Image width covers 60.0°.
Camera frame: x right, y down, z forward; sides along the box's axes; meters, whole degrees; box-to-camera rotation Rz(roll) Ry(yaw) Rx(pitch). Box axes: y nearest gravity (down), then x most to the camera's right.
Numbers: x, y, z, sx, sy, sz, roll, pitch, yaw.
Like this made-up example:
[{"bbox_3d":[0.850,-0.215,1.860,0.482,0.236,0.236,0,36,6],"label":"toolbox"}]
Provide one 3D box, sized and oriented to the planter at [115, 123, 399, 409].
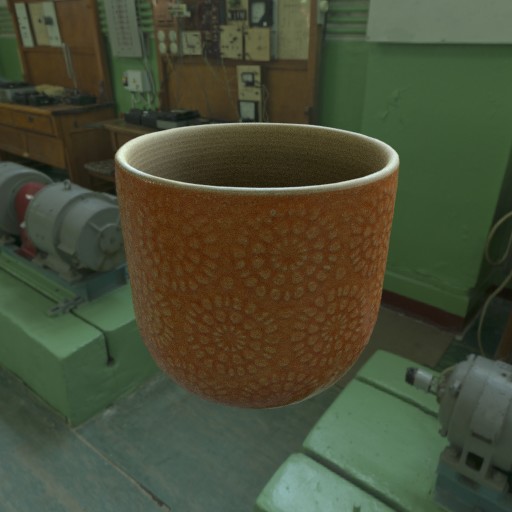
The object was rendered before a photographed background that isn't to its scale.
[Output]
[{"bbox_3d":[0.000,0.000,0.294,0.170,0.152,0.170,0,27,0],"label":"planter"}]
